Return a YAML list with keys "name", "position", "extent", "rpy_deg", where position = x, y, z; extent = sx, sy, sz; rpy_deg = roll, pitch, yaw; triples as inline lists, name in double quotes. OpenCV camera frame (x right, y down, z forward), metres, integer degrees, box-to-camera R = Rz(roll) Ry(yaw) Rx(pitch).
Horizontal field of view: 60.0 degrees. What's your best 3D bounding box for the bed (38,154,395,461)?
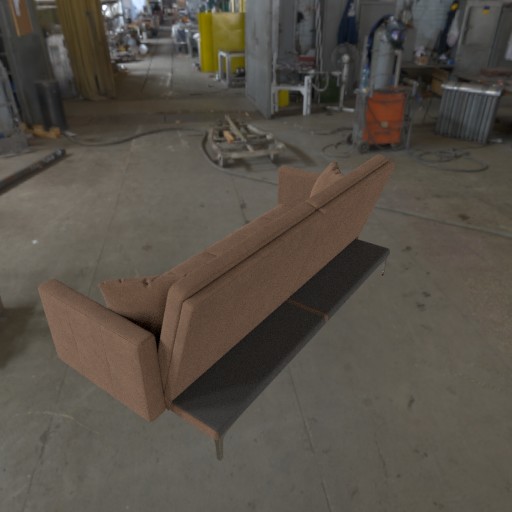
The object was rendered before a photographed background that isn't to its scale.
- name: "bed"
  position: [0.000, 0.000, 2.358]
  extent: [0.889, 0.787, 1.905]
  rpy_deg: [20, 36, 30]
